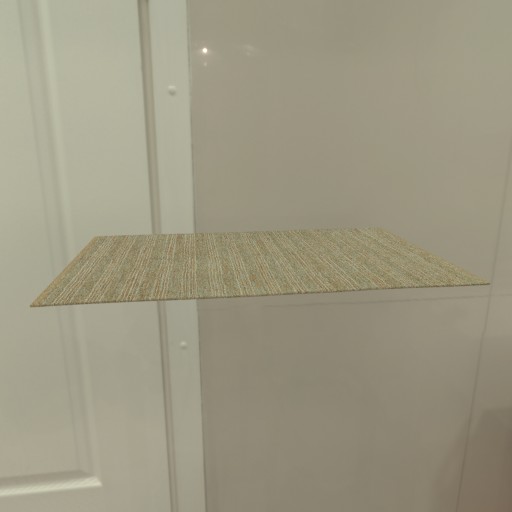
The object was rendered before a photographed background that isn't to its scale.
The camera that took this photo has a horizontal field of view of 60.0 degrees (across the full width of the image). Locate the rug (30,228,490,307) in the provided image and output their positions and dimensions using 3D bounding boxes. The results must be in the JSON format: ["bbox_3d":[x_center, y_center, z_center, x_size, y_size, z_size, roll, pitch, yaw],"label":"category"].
[{"bbox_3d":[0.000,0.000,3.059,2.448,0.012,1.540,-2,16,-8],"label":"rug"}]
